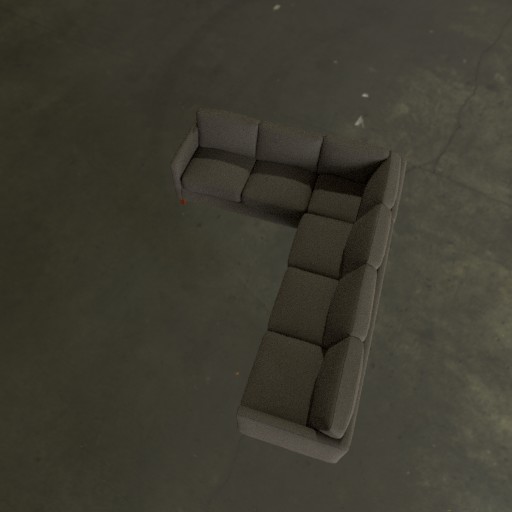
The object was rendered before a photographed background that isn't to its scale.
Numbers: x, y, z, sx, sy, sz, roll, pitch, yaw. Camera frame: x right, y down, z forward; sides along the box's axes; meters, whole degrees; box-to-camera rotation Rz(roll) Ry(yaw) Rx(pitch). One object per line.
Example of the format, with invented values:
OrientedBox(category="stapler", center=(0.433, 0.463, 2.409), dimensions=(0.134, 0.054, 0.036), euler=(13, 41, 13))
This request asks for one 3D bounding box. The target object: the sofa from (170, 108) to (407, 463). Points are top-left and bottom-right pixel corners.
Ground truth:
OrientedBox(category="sofa", center=(0.000, 0.000, 4.607), dimensions=(2.593, 0.947, 3.302), euler=(15, 58, 10))
